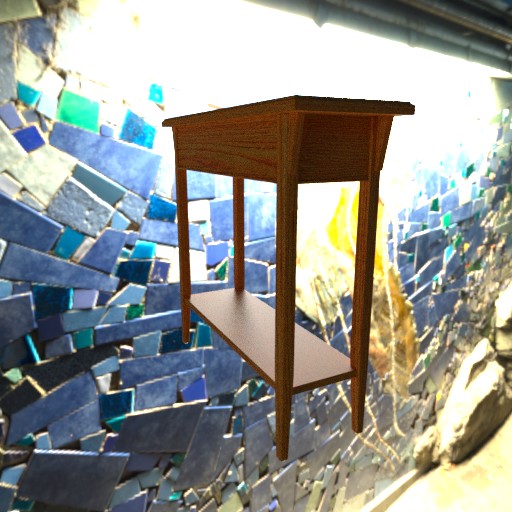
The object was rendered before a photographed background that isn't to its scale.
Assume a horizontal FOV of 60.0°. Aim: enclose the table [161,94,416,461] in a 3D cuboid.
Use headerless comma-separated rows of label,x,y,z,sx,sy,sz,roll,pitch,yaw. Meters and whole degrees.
table,0.000,0.000,1.150,0.254,0.711,0.762,-7,16,-26
